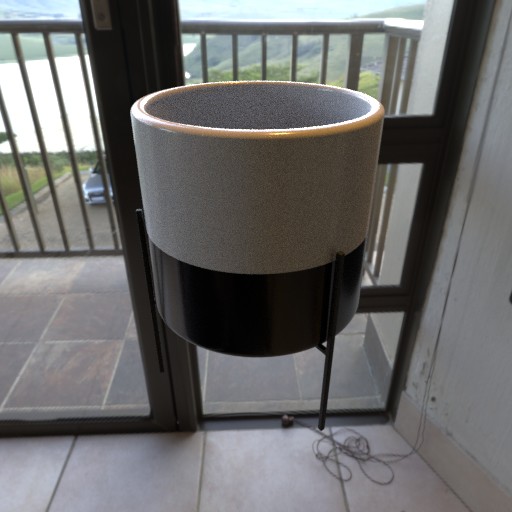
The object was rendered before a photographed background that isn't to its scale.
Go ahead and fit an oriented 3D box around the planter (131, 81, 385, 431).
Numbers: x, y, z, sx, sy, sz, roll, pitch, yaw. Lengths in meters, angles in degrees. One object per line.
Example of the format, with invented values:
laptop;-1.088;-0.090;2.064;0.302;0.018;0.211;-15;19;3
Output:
planter;0.000;0.000;0.641;0.310;0.432;0.310;-11;32;-17
